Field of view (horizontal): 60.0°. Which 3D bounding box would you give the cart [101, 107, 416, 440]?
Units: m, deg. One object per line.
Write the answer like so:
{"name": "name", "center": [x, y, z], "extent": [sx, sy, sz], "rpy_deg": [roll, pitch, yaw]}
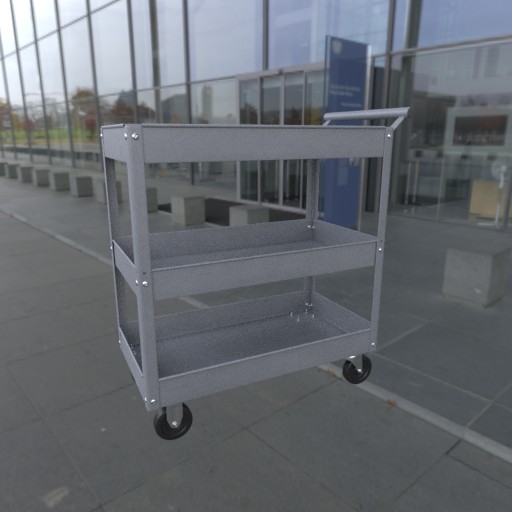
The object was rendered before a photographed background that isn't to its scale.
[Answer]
{"name": "cart", "center": [0.000, 0.000, 1.222], "extent": [0.719, 0.780, 0.366], "rpy_deg": [-7, 17, -25]}
